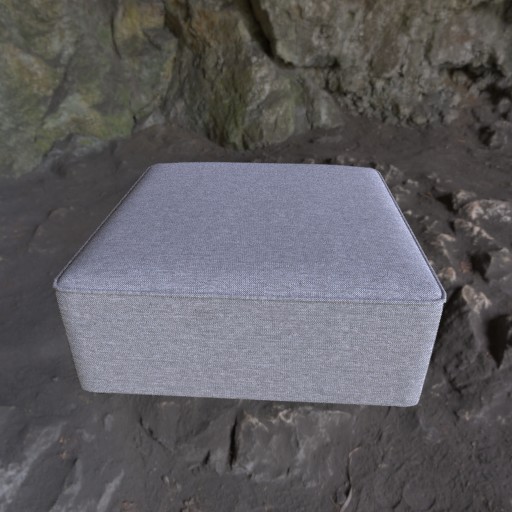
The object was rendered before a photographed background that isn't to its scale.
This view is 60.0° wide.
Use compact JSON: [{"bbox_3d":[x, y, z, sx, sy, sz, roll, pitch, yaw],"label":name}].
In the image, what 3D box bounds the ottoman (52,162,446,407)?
[{"bbox_3d":[0.000,0.000,1.608,1.005,0.455,1.005,2,30,3],"label":"ottoman"}]
